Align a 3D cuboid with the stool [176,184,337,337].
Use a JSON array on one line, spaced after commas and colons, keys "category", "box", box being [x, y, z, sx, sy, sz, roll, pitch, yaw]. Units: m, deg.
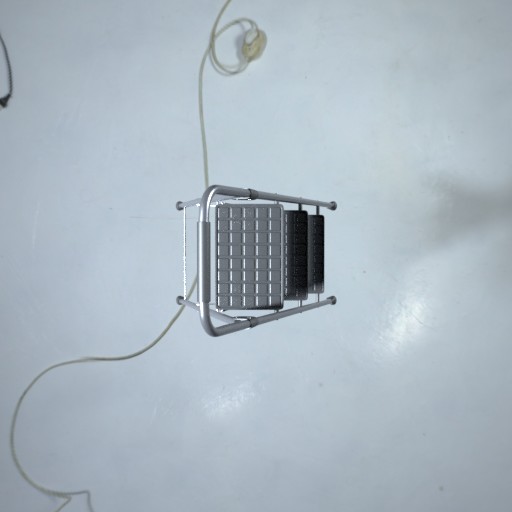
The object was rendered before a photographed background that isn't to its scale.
[{"category": "stool", "box": [0.000, 0.000, 1.462, 0.733, 1.121, 0.473, 0, 91, 0]}]
